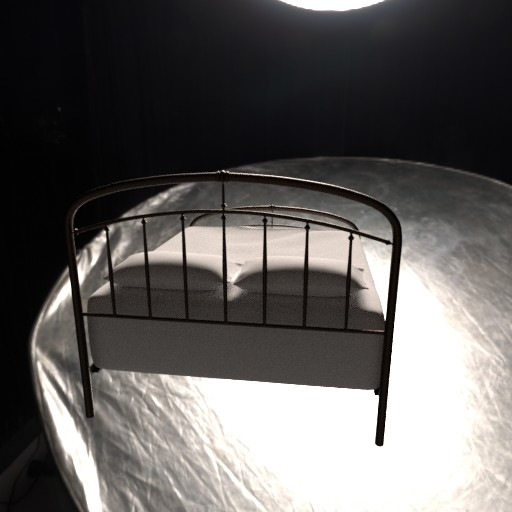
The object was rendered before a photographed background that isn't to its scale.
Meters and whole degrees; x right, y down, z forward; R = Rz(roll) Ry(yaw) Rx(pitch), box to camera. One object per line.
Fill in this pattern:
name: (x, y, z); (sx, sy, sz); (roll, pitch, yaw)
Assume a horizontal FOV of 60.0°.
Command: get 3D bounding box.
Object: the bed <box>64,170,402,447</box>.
bed: (0.000, 0.000, 3.296); (1.711, 1.425, 2.180); (2, 16, 8)
